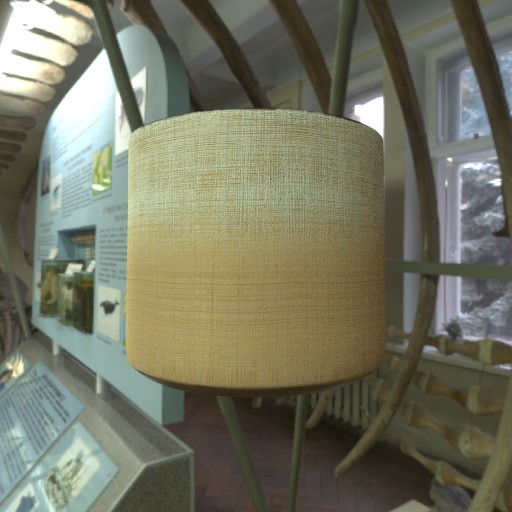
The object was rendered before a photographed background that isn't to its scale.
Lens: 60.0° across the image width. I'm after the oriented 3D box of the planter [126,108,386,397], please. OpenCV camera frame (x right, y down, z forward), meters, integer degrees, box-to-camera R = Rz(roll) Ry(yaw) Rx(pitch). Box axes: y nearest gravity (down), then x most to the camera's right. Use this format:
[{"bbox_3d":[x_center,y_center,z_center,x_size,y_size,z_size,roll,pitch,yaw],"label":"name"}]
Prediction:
[{"bbox_3d":[0.000,0.000,0.450,0.254,0.221,0.254,0,0,0],"label":"planter"}]
